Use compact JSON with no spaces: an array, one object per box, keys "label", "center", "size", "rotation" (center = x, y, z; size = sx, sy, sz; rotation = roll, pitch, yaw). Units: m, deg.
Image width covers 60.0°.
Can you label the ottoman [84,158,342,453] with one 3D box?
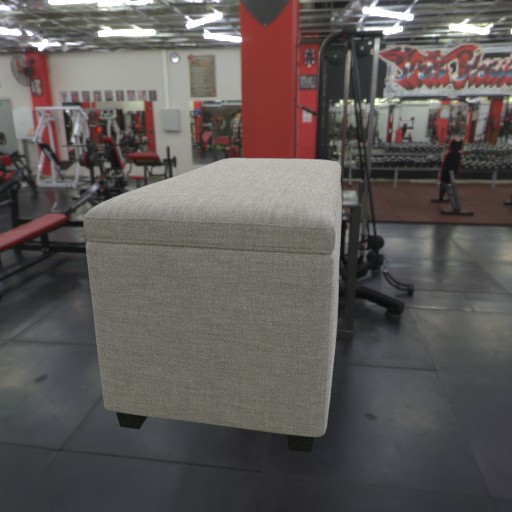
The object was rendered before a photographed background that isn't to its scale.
[{"label":"ottoman","center":[0.000,0.000,1.125],"size":[0.419,0.432,0.902],"rotation":[3,18,10]}]
